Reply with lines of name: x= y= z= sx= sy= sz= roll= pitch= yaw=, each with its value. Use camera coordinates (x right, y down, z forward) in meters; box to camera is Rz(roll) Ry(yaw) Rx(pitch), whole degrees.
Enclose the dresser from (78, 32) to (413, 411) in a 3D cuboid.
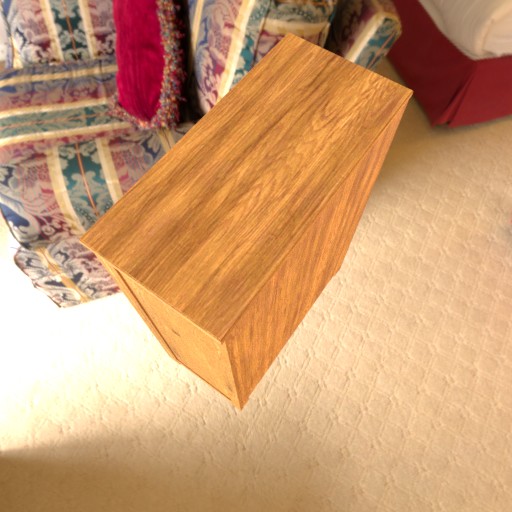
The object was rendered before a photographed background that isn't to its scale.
dresser: x=0.000 y=0.000 z=2.031 sx=0.558 sy=1.431 sz=1.081 roll=33 pitch=68 yaw=15
